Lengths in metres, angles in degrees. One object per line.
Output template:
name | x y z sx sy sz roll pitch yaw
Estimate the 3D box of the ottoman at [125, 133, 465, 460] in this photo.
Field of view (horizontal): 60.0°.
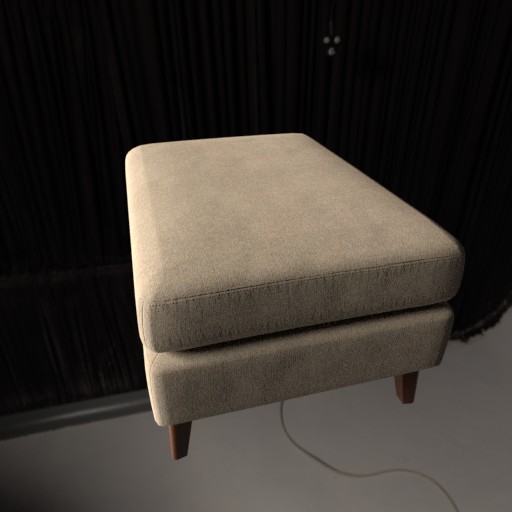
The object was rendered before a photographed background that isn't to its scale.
ottoman | 0.000 0.000 1.167 0.610 0.478 0.823 -8 31 -14
